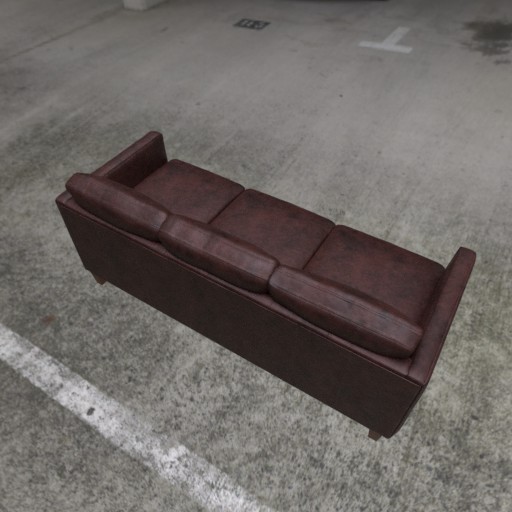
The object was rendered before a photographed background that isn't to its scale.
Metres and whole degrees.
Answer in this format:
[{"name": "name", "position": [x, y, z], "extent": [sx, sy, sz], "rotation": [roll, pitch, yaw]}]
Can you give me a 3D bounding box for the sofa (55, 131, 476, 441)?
[{"name": "sofa", "position": [0.000, 0.000, 2.947], "extent": [2.464, 1.006, 1.045], "rotation": [25, 52, 21]}]
